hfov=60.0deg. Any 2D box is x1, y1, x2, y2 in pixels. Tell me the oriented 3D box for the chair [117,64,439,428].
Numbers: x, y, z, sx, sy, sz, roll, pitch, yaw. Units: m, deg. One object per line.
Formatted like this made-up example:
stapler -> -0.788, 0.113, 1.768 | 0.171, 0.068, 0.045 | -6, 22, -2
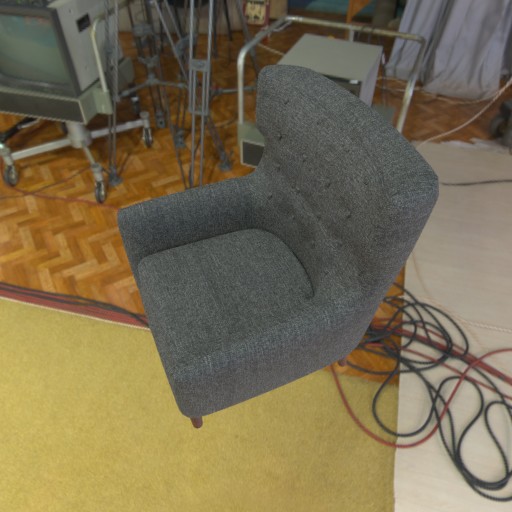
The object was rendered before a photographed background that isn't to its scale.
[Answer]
chair -> 0.000, 0.000, 1.701 | 0.904, 1.063, 0.878 | -18, 49, -16
